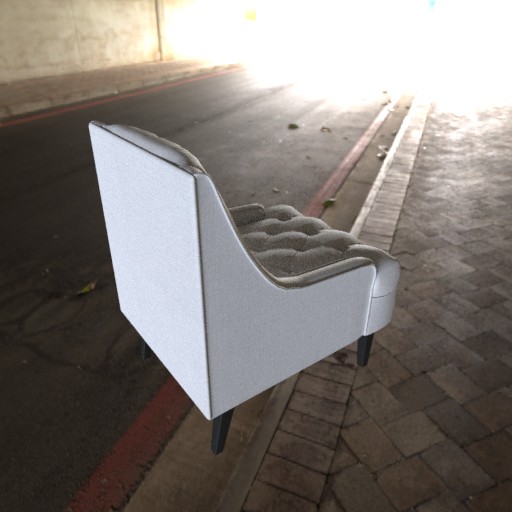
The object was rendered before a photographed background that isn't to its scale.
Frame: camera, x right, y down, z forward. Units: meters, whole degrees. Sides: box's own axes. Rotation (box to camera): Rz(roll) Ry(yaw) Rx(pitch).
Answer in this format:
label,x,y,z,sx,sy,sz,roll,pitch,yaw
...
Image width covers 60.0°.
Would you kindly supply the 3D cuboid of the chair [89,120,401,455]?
label,x,y,z,sx,sy,sz,roll,pitch,yaw
chair,0.000,0.000,1.483,0.772,0.891,0.658,-19,34,-31
